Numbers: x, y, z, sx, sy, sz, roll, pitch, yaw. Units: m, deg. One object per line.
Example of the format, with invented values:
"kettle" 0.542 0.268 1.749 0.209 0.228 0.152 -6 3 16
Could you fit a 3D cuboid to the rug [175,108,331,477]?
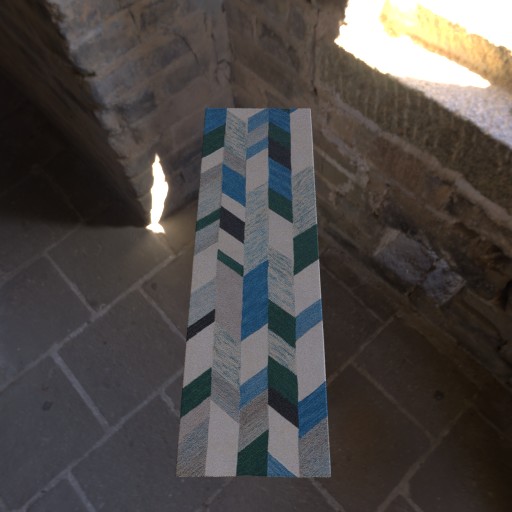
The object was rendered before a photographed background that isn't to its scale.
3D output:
"rug" 0.000 0.000 2.723 0.774 0.008 2.437 1 63 0
